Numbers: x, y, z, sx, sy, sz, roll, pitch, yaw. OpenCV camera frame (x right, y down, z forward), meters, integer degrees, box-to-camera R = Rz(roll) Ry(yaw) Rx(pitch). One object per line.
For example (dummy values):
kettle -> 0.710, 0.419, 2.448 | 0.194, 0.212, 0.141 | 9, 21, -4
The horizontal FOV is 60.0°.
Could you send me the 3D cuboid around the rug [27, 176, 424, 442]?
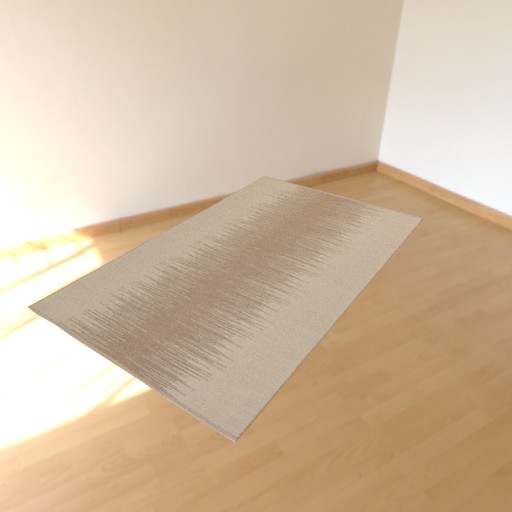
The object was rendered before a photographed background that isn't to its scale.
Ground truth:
rug -> 0.000, 0.000, 3.030 | 1.522, 0.012, 2.440 | 21, 38, 29
